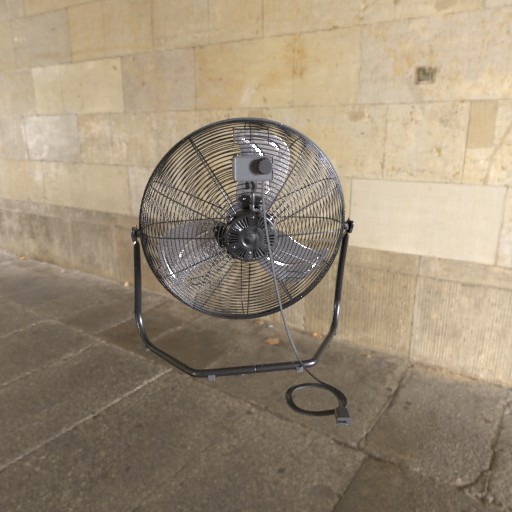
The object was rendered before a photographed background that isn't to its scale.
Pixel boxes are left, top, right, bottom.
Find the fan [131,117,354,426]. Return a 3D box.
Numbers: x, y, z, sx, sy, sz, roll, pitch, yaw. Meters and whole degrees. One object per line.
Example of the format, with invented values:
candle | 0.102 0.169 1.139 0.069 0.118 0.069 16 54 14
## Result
fan | 0.000 0.000 0.999 0.595 0.605 0.470 -3 15 -10
